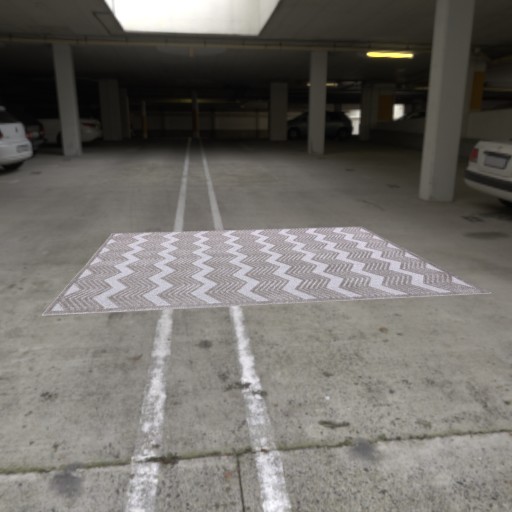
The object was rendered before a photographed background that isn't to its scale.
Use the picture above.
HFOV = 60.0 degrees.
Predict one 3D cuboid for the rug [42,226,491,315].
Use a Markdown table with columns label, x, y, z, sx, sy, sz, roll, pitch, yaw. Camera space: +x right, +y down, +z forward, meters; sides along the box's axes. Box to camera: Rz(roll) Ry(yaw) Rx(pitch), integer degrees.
| label | x | y | z | sx | sy | sz | roll | pitch | yaw |
| --- | --- | --- | --- | --- | --- | --- | --- | --- | --- |
| rug | 0.000 | 0.000 | 3.940 | 2.880 | 0.005 | 2.391 | -2 | 15 | -8 |
